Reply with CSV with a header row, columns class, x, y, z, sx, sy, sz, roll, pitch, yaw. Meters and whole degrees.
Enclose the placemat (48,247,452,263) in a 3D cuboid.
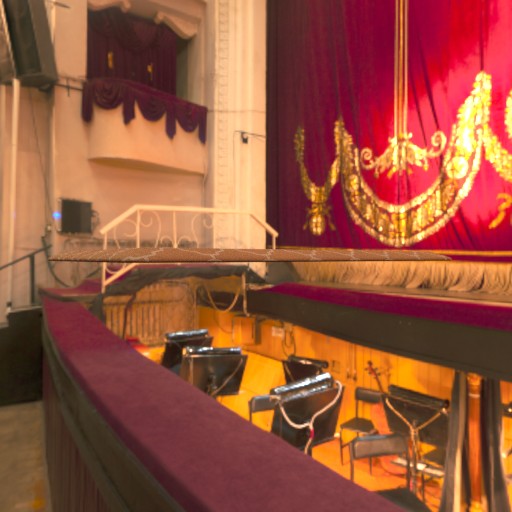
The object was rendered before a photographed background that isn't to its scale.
class,x,y,z,sx,sy,sz,roll,pitch,yaw
placemat,0.000,0.000,0.978,0.762,0.021,0.508,0,0,-36
